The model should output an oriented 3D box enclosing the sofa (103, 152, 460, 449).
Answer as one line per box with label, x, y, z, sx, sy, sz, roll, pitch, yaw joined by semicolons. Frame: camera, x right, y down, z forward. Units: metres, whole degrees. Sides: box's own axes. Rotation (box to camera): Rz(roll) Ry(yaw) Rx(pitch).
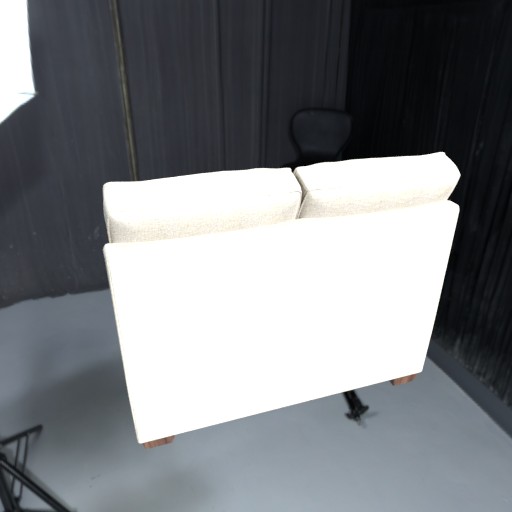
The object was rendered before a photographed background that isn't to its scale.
sofa;0.000;0.000;1.971;1.232;1.006;0.978;-8;28;-16
